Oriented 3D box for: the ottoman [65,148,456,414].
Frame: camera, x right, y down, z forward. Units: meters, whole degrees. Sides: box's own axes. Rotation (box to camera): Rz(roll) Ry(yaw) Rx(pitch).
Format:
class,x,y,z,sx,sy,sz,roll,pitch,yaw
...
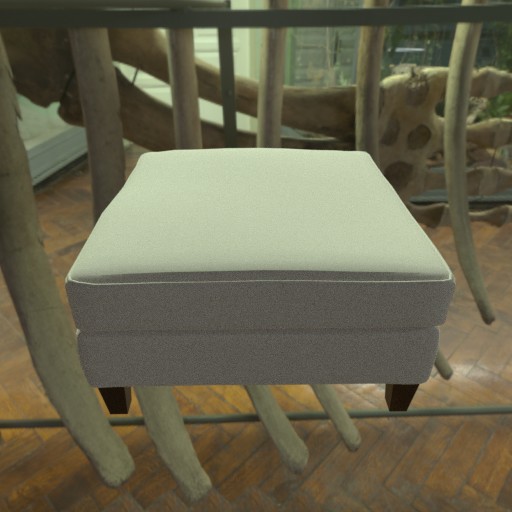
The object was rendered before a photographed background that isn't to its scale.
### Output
class,x,y,z,sx,sy,sz,roll,pitch,yaw
ottoman,0.000,0.000,1.343,0.838,0.479,0.838,0,31,-1
